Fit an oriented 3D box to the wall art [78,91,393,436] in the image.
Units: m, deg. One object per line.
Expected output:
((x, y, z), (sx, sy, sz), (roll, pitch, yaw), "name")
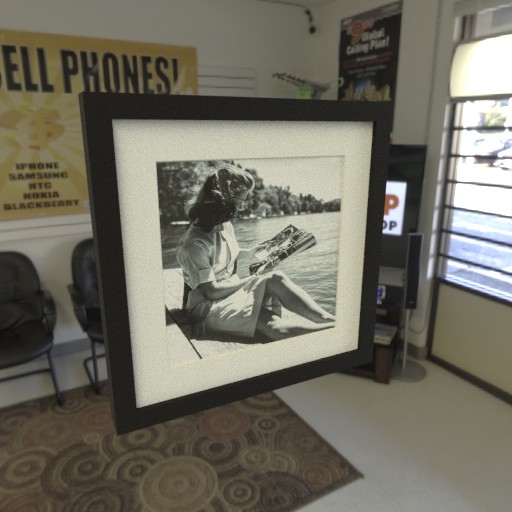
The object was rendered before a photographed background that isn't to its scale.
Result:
((0.000, 0.000, 0.455), (0.308, 0.305, 0.030), (-8, 18, -26), "wall art")
